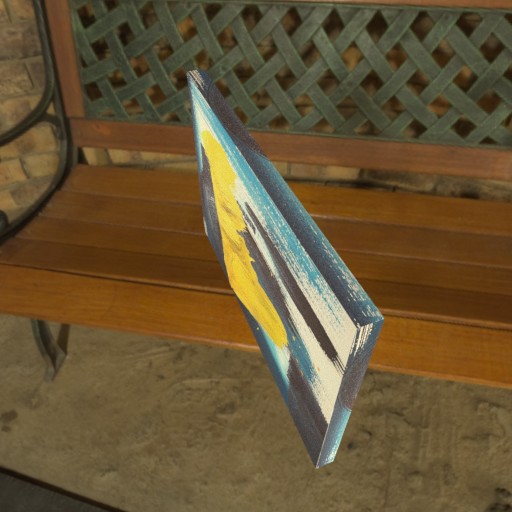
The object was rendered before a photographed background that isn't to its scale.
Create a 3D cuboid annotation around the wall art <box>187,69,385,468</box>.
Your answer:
[{"bbox_3d":[0.000,0.000,0.777,0.033,0.406,0.609,-16,49,-15],"label":"wall art"}]
